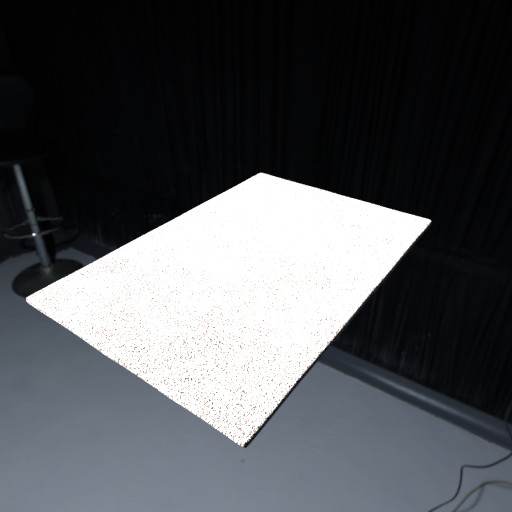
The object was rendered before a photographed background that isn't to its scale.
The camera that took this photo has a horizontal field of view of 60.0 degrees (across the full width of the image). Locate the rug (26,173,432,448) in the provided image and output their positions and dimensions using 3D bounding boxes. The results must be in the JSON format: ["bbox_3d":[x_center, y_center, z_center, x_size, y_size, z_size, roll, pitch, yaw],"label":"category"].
[{"bbox_3d":[0.000,0.000,2.251,1.219,0.030,1.778,22,39,30],"label":"rug"}]
